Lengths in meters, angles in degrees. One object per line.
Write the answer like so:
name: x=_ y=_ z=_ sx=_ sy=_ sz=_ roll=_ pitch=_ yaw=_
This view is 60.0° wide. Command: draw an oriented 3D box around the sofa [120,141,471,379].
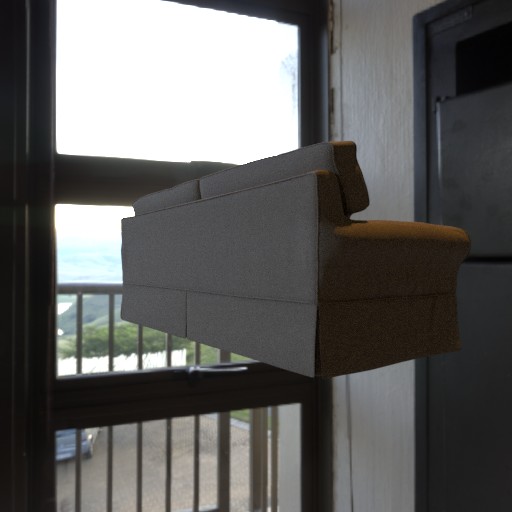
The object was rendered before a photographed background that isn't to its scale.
sofa: x=0.000 y=0.000 z=2.751 sx=0.991 sy=0.943 sz=2.248 roll=1 pitch=-1 yaw=-36
